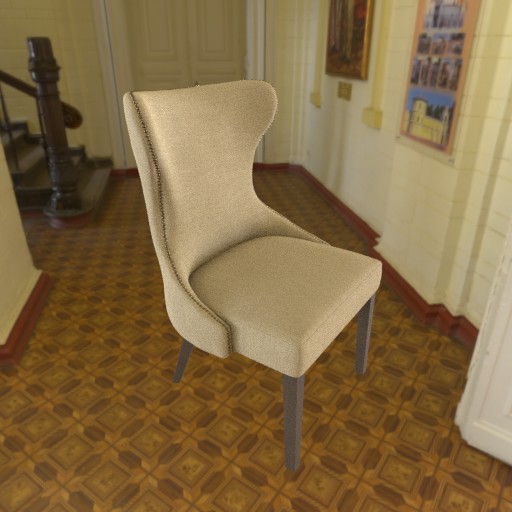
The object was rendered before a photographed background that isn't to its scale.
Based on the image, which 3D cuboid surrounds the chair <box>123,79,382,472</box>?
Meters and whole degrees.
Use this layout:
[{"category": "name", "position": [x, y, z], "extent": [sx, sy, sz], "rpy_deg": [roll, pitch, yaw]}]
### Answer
[{"category": "chair", "position": [0.000, 0.000, 1.362], "extent": [0.635, 0.967, 0.628], "rpy_deg": [17, 31, 31]}]
